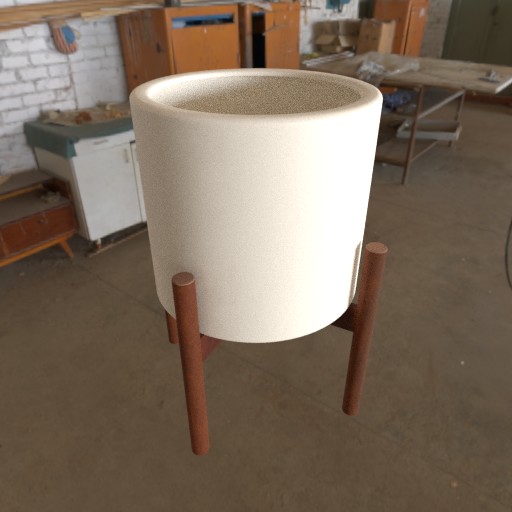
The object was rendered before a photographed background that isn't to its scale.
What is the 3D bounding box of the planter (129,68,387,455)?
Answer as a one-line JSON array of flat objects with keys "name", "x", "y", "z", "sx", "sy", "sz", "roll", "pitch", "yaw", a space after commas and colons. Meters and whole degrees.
[{"name": "planter", "x": 0.000, "y": 0.000, "z": 0.494, "sx": 0.224, "sy": 0.358, "sz": 0.224, "roll": -9, "pitch": 32, "yaw": -14}]
